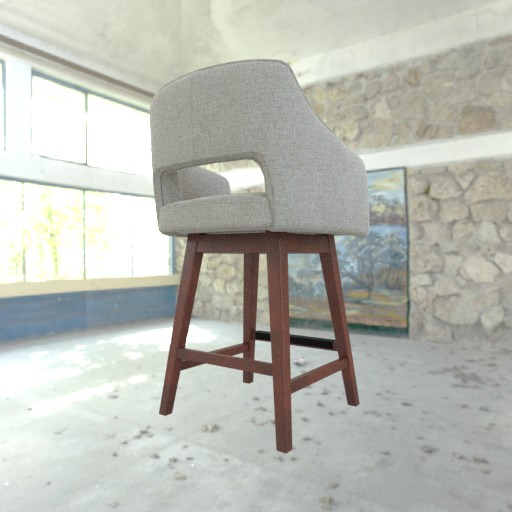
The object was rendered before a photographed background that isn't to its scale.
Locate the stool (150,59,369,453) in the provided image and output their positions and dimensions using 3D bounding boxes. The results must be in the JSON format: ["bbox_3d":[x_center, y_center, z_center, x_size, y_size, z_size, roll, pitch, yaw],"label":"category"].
[{"bbox_3d":[0.000,0.000,1.338,0.599,0.944,0.558,0,0,36],"label":"stool"}]
